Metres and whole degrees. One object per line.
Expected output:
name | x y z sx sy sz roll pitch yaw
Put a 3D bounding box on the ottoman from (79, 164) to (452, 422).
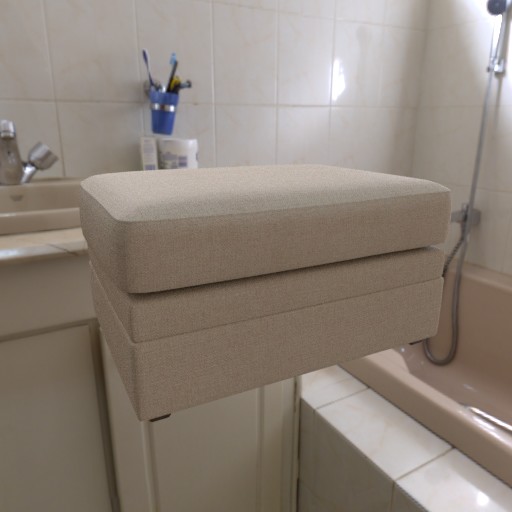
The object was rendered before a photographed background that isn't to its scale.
ottoman | 0.000 0.000 1.267 0.885 0.478 0.637 -8 19 -26
